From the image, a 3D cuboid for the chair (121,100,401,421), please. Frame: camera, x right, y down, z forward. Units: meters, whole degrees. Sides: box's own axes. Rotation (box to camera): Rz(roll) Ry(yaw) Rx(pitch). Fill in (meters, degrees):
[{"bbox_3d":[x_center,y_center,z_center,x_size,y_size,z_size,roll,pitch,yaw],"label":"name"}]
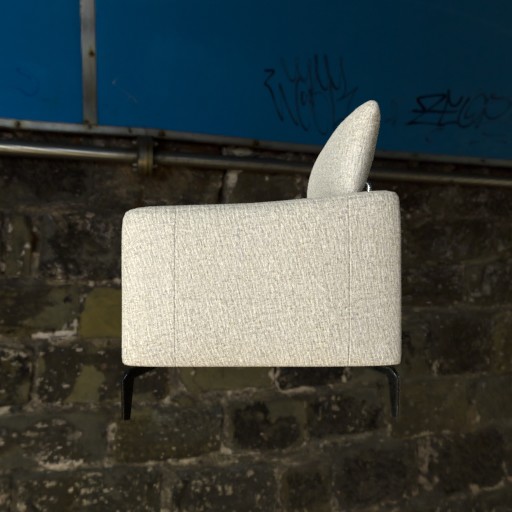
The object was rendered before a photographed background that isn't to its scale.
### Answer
[{"bbox_3d":[0.000,0.000,1.704,0.835,0.967,0.972,0,-2,-1],"label":"chair"}]
